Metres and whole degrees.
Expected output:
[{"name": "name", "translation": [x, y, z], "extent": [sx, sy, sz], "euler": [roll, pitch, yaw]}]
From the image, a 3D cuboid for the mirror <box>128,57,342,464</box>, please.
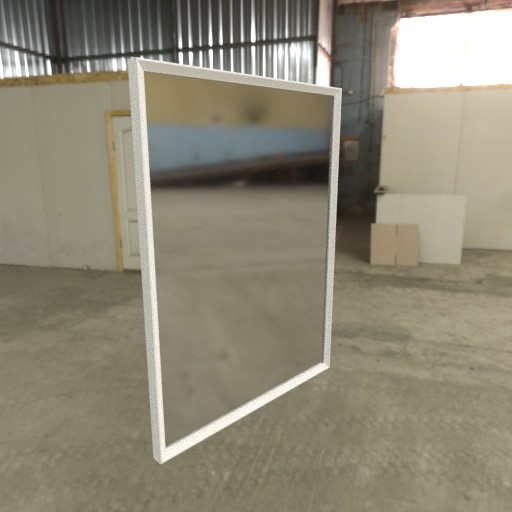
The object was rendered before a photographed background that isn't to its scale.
[{"name": "mirror", "translation": [0.000, 0.000, 1.344], "extent": [0.762, 1.016, 0.041], "euler": [-14, 19, -43]}]
